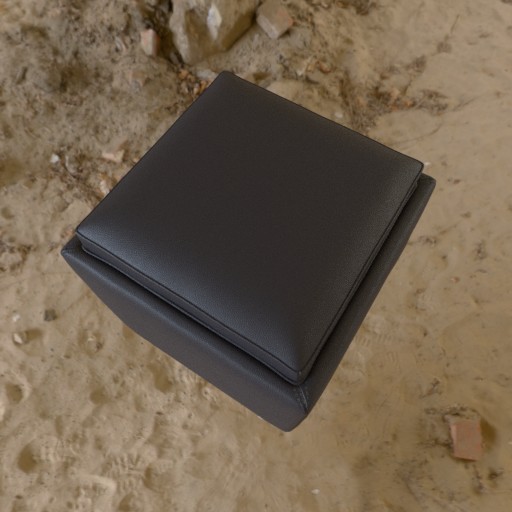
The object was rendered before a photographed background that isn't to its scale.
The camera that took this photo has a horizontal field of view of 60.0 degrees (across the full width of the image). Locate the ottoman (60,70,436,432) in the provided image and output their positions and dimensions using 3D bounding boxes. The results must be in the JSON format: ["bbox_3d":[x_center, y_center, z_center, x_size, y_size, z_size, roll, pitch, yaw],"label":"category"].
[{"bbox_3d":[0.000,0.000,0.838,0.450,0.460,0.451,30,68,13],"label":"ottoman"}]
